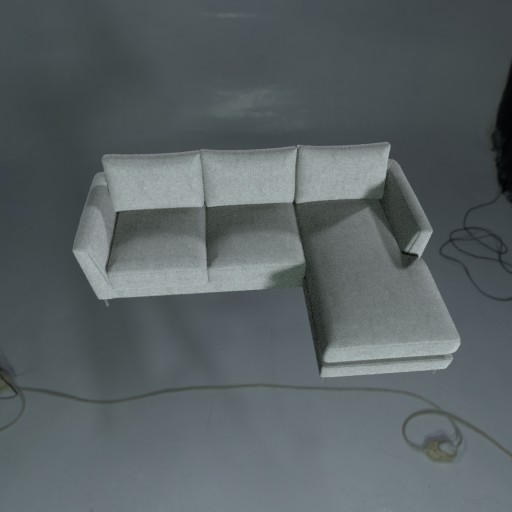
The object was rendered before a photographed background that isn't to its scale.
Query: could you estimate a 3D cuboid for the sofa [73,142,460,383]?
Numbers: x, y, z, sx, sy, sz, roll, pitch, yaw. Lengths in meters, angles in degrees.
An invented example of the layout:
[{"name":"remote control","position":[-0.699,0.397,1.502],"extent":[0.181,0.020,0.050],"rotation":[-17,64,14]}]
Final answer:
[{"name":"sofa","position":[0.000,0.000,3.133],"extent":[2.438,0.864,1.626],"rotation":[-3,47,-3]}]
